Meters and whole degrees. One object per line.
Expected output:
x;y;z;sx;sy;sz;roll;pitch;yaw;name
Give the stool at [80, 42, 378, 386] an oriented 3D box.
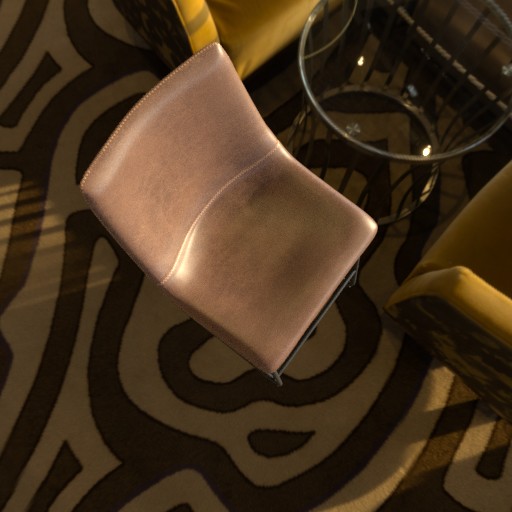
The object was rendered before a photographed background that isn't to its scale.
0.000;0.000;1.176;0.550;0.890;0.460;37;78;9;stool
